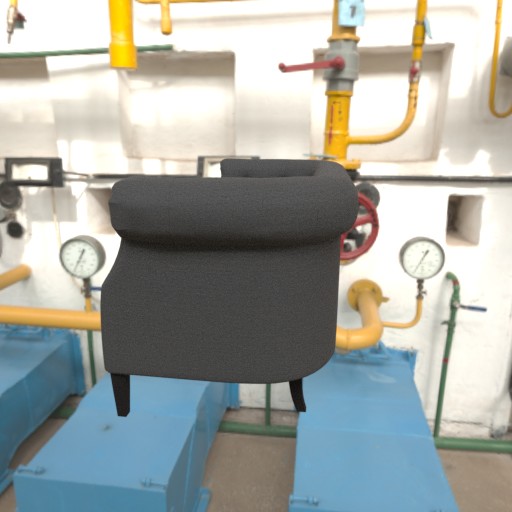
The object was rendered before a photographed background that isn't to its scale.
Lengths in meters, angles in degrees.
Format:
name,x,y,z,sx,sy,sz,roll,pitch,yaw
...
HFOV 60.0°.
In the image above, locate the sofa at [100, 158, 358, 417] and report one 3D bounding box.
name,x,y,z,sx,sy,sz,roll,pitch,yaw
sofa,0.000,0.000,2.035,0.835,0.827,1.558,2,15,9
